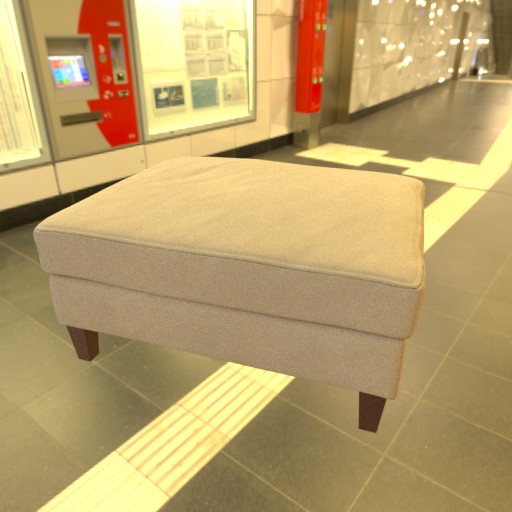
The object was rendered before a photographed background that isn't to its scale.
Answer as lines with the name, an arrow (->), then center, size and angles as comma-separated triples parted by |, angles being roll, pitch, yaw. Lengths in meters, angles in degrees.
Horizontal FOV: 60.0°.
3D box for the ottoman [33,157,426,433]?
ottoman -> 0.000, 0.000, 1.455 | 1.002, 0.492, 0.836 | 8, 27, 17
